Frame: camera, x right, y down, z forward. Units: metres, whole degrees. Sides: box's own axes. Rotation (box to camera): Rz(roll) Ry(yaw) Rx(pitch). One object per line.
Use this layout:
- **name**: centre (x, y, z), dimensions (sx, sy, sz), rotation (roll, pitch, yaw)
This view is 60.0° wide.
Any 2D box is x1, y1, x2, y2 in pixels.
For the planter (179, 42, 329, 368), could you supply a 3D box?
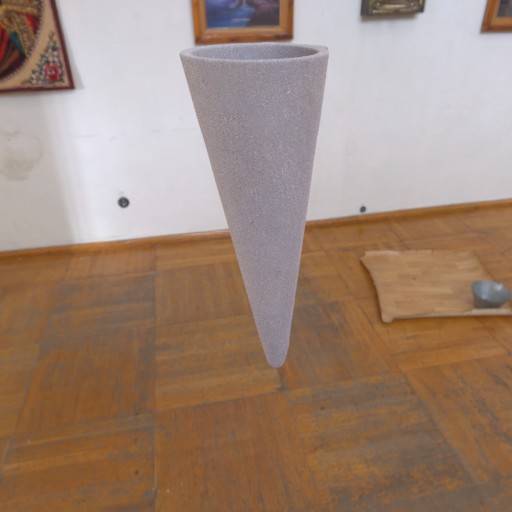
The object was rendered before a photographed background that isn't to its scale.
- **planter**: centre (0.000, 0.000, 0.306), dimensions (0.078, 0.259, 0.087), rotation (19, 36, 29)
